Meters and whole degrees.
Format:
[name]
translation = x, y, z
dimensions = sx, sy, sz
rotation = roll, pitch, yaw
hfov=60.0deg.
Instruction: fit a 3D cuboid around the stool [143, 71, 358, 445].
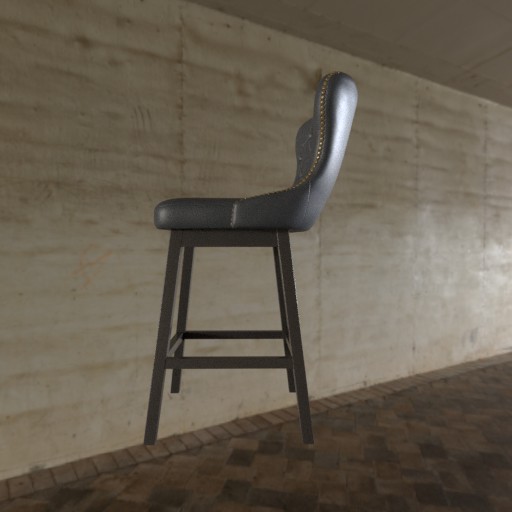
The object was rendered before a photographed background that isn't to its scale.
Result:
[stool]
translation = 0.000, 0.000, 1.354
dimensions = 0.593, 0.971, 0.528
rotation = 0, 2, -1
